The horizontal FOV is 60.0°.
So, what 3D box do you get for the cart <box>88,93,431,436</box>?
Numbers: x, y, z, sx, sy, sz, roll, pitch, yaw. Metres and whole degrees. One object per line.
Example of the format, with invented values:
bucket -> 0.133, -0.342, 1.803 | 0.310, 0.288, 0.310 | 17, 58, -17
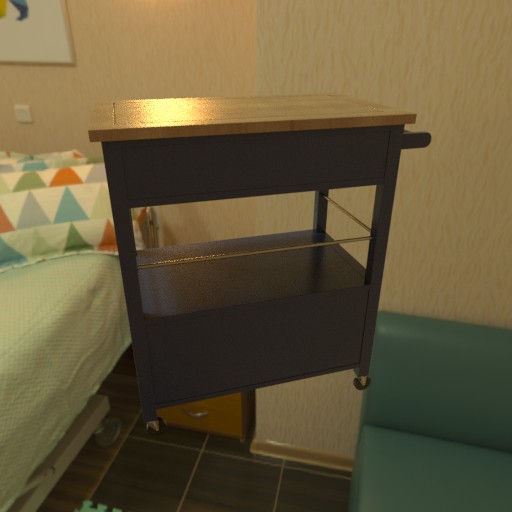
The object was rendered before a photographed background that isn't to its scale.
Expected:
cart -> 0.000, 0.000, 1.395 | 0.840, 0.901, 0.459 | -7, 27, -15
